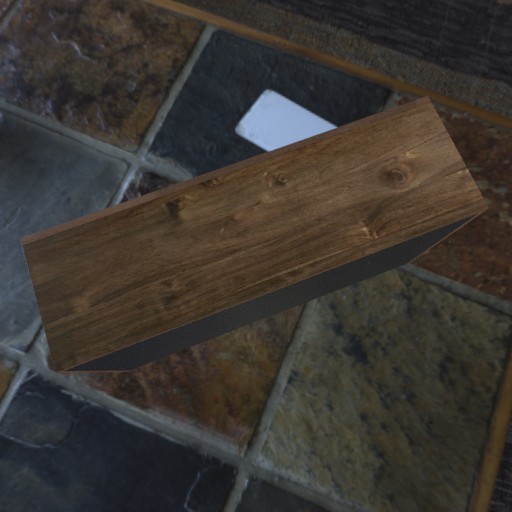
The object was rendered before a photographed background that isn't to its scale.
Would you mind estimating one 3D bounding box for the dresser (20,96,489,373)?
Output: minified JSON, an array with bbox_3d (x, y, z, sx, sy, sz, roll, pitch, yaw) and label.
[{"bbox_3d":[0.000,0.000,1.804,1.400,0.873,0.446,-20,77,-5],"label":"dresser"}]
